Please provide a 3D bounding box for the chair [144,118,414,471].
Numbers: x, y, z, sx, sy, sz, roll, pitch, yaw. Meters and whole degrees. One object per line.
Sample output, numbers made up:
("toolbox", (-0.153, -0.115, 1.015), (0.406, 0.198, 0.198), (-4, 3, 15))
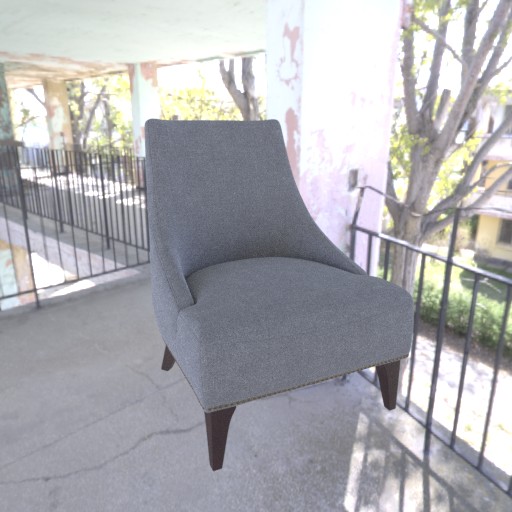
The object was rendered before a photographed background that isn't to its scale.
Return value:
("chair", (0.000, 0.000, 1.523), (0.701, 0.909, 0.861), (-8, 18, -25))
